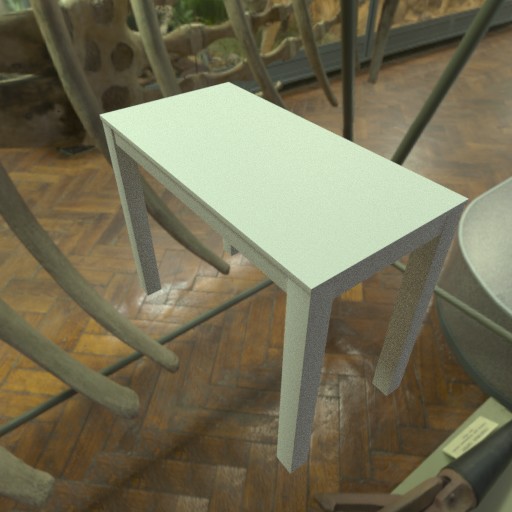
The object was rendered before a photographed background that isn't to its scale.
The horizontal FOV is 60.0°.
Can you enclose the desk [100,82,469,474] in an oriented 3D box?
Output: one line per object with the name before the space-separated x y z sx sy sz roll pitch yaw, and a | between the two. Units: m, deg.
desk | 0.000 0.000 1.467 0.497 0.762 0.990 -26 47 -27
